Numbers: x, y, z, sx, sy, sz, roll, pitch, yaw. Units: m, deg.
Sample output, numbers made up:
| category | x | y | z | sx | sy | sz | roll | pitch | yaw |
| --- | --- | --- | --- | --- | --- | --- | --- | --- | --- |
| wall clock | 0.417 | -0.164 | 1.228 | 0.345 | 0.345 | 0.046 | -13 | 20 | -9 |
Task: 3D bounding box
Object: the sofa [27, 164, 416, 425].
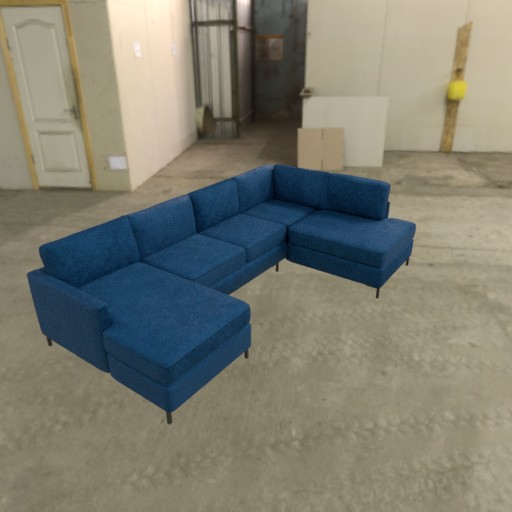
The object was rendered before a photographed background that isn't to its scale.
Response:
| category | x | y | z | sx | sy | sz | roll | pitch | yaw |
| --- | --- | --- | --- | --- | --- | --- | --- | --- | --- |
| sofa | 0.000 | 0.000 | 4.312 | 2.055 | 0.992 | 3.434 | 17 | 31 | 32 |
